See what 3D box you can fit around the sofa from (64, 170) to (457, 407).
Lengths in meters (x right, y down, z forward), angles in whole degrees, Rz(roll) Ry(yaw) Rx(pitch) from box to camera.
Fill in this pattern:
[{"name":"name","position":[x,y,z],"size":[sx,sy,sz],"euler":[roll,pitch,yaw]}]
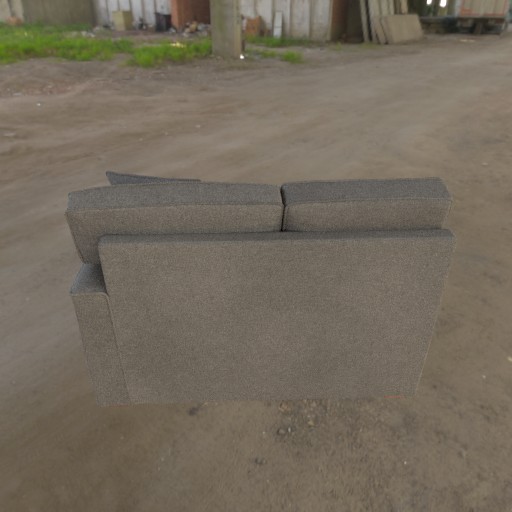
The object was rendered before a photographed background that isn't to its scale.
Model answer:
[{"name":"sofa","position":[0.000,0.000,2.071],"size":[1.388,0.989,0.991],"euler":[-1,30,-2]}]
